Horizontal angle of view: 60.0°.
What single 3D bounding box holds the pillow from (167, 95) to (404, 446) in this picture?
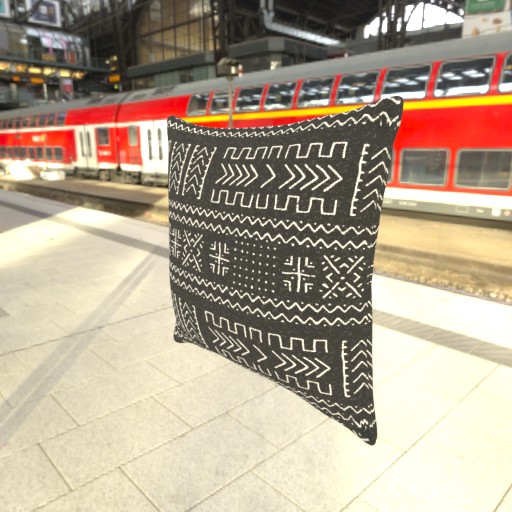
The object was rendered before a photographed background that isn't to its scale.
[{"bbox_3d":[0.000,0.000,0.669,0.438,0.430,0.164,14,20,43],"label":"pillow"}]
